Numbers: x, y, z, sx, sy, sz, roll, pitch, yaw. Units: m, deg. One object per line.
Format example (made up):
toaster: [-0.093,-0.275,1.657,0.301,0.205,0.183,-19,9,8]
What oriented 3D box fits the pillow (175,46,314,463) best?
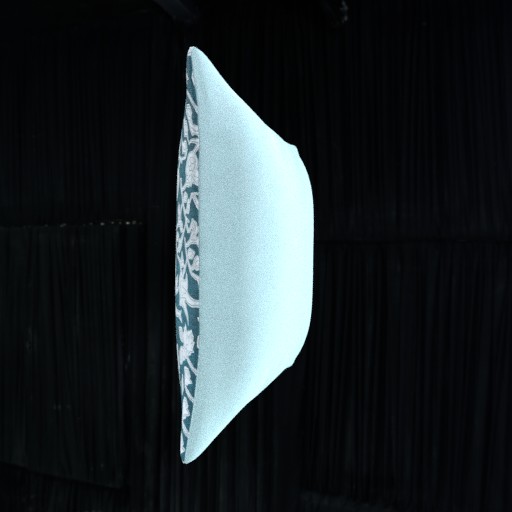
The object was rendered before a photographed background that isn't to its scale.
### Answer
pillow: [0.000,0.000,0.783,0.166,0.508,0.525,0,0,18]
